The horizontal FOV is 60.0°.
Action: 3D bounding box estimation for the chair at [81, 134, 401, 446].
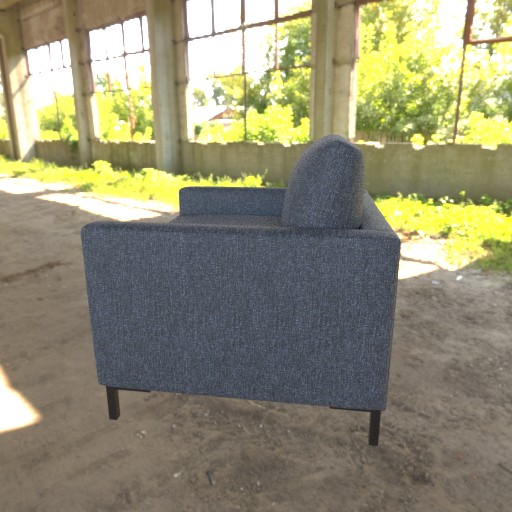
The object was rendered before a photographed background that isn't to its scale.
[{"bbox_3d":[0.000,0.000,1.630,0.866,0.861,0.963,2,16,8],"label":"chair"}]
